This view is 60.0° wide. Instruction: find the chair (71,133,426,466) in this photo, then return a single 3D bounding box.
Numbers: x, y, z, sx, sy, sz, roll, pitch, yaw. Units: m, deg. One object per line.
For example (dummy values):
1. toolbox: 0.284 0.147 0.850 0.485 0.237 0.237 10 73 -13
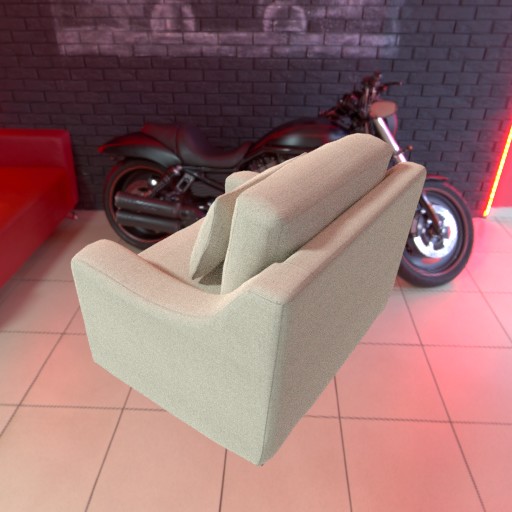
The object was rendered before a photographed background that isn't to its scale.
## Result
1. chair: 0.000 0.000 1.921 1.009 1.016 1.178 20 37 29
